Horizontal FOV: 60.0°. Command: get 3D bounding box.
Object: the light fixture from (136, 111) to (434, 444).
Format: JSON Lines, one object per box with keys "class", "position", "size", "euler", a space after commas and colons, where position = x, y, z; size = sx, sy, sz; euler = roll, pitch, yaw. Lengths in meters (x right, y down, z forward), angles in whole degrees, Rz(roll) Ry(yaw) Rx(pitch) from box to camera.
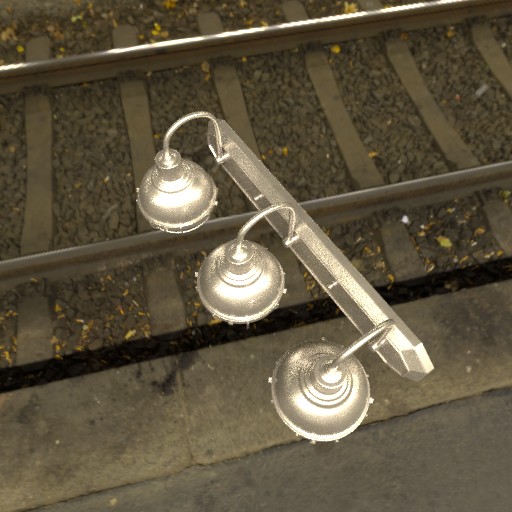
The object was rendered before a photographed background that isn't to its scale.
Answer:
{"class": "light fixture", "position": [0.000, 0.000, 0.773], "size": [0.229, 0.254, 0.634], "euler": [-31, 66, -16]}
